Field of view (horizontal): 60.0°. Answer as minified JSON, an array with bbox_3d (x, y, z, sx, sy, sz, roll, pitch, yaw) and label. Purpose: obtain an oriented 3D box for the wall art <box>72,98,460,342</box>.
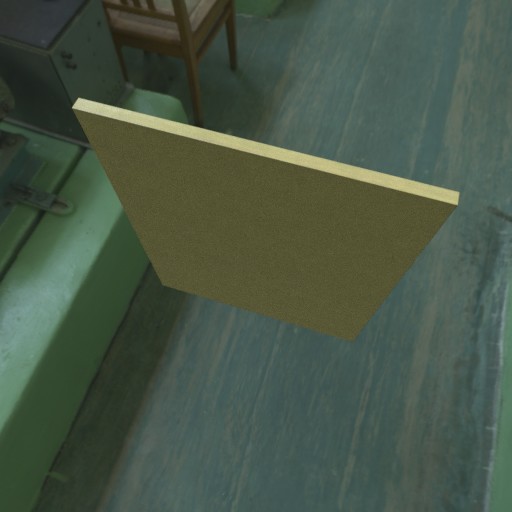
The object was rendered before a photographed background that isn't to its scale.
[{"bbox_3d":[0.000,0.000,1.336,0.798,1.002,0.030,16,66,7],"label":"wall art"}]
